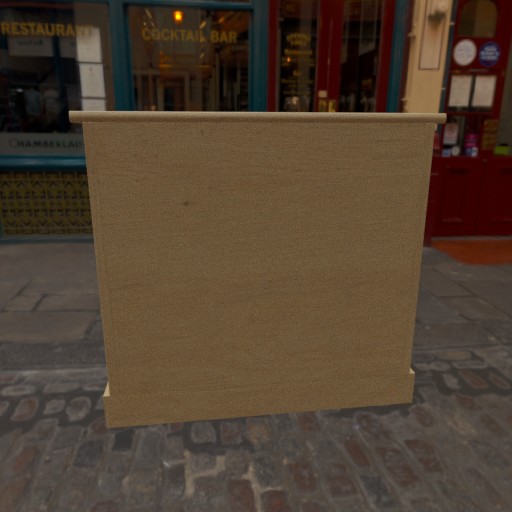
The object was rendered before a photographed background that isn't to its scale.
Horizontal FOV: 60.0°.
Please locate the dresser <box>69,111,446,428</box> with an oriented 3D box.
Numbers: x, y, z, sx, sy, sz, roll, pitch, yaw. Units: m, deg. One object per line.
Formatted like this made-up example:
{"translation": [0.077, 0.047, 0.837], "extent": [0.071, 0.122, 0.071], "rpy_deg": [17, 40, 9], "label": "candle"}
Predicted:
{"translation": [0.000, 0.000, 1.383], "extent": [0.915, 0.835, 0.440], "rpy_deg": [-2, 16, -8], "label": "dresser"}
